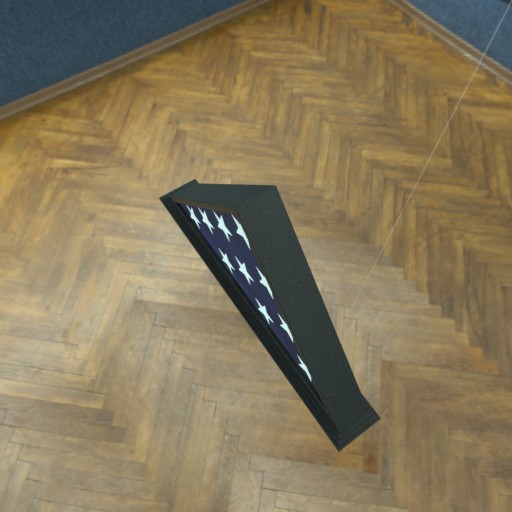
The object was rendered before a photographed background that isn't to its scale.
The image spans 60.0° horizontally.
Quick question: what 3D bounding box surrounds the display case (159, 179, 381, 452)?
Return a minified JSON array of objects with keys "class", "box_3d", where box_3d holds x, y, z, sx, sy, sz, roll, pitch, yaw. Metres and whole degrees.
[{"class":"display case","box_3d":[0.000,0.000,0.747,0.095,0.340,0.640,-31,66,-15]}]
